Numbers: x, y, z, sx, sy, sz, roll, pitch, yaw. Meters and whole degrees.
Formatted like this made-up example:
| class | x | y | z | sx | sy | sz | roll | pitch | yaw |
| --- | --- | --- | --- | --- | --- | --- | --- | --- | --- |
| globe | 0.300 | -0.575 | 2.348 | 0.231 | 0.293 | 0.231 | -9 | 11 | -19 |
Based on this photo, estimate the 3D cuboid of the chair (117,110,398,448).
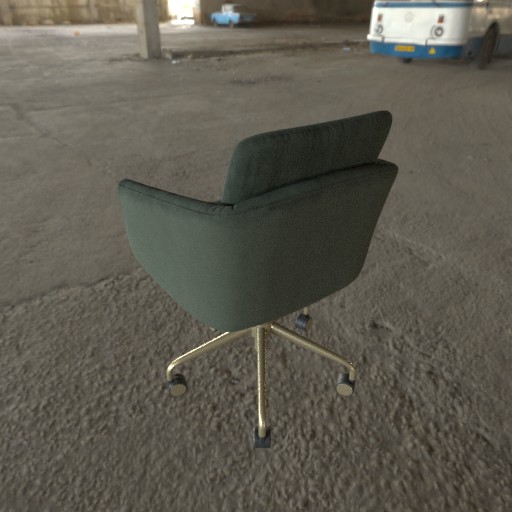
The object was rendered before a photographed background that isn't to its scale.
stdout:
| class | x | y | z | sx | sy | sz | roll | pitch | yaw |
| --- | --- | --- | --- | --- | --- | --- | --- | --- | --- |
| chair | 0.000 | 0.000 | 1.345 | 0.641 | 0.908 | 0.635 | -20 | 36 | -31 |
